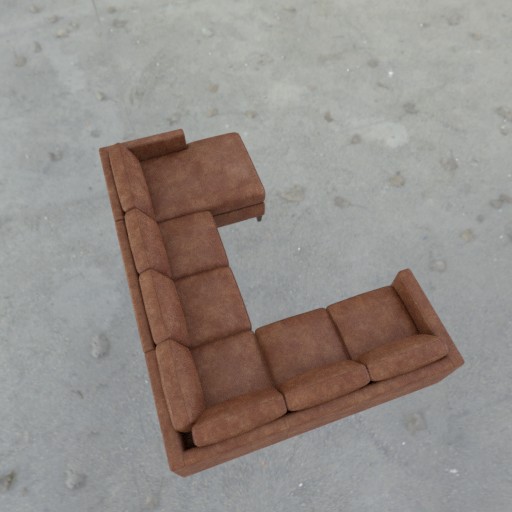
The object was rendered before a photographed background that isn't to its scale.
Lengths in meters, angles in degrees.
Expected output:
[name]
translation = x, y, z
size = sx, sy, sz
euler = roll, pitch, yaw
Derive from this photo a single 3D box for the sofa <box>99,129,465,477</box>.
[sofa]
translation = 0.000, 0.000, 4.424
size = 2.452, 0.888, 3.324
euler = -17, 61, -9
